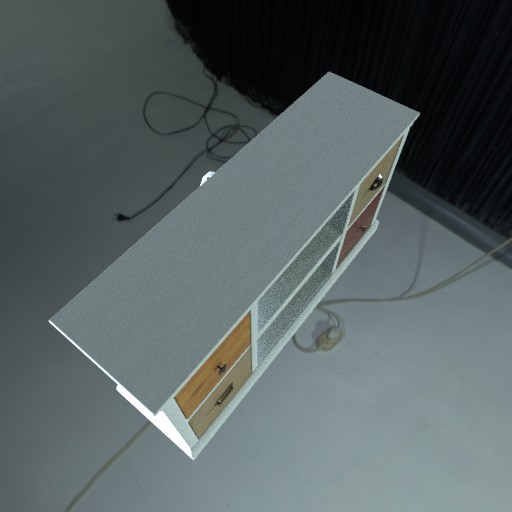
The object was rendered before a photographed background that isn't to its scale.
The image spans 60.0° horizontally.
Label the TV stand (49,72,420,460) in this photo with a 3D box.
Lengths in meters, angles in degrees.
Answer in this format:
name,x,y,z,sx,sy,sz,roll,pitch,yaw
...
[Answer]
name,x,y,z,sx,sy,sz,roll,pitch,yaw
TV stand,0.000,0.000,1.493,0.424,0.624,1.187,34,63,19
